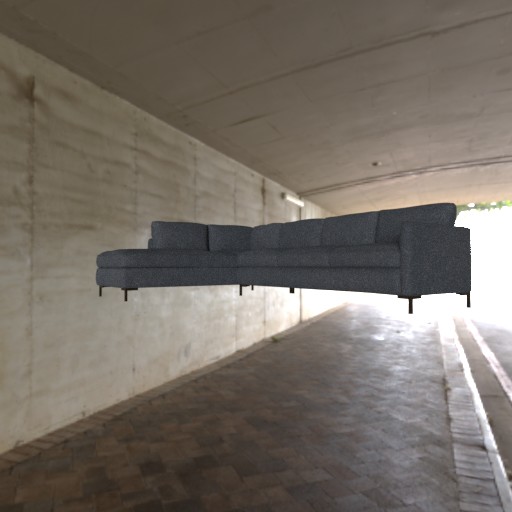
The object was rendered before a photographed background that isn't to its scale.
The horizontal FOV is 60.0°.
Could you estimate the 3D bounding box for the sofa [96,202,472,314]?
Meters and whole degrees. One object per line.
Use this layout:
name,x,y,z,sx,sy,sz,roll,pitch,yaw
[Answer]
sofa,0.000,0.000,3.979,2.007,0.815,2.949,1,-1,-36
